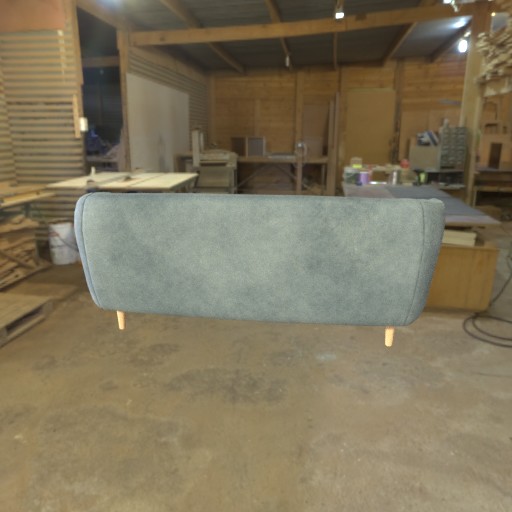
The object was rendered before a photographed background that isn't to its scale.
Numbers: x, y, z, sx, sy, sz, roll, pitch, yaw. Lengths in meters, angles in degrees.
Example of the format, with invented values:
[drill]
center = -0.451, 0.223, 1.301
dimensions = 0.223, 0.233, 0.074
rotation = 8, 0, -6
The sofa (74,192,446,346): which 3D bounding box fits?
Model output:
[sofa]
center = 0.000, 0.000, 2.524
dimensions = 2.095, 0.795, 0.849
rotation = 2, 16, 8
